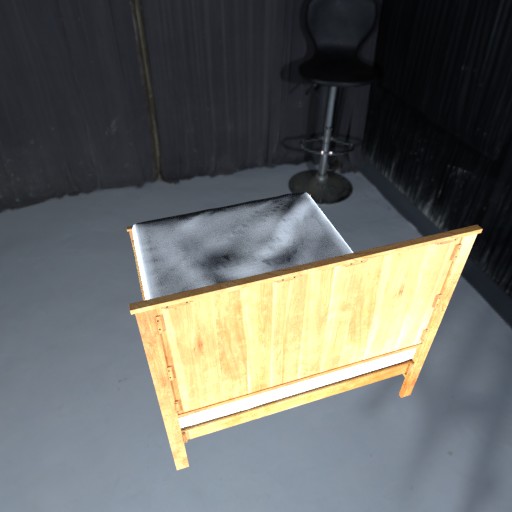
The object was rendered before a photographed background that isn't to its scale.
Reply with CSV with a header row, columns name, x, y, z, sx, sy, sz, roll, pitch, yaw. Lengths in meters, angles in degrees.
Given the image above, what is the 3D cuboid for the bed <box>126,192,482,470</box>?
name,x,y,z,sx,sy,sz,roll,pitch,yaw
bed,0.000,0.000,3.586,1.936,1.686,2.201,-12,42,-14
